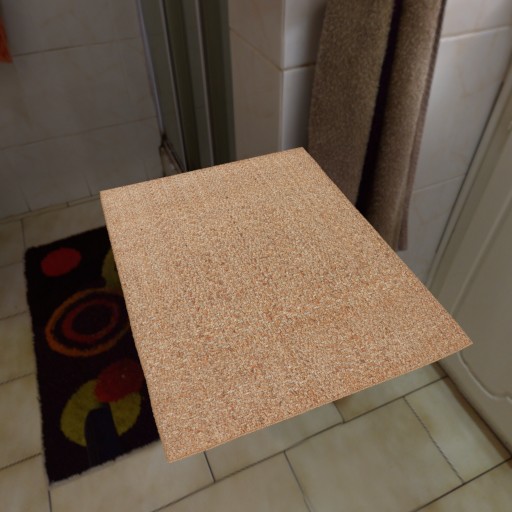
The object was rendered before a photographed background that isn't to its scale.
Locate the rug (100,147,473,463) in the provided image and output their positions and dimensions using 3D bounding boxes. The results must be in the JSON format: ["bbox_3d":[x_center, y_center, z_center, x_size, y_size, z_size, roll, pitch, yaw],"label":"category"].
[{"bbox_3d":[0.000,0.000,4.086,2.439,0.013,3.048,-16,48,-15],"label":"rug"}]
